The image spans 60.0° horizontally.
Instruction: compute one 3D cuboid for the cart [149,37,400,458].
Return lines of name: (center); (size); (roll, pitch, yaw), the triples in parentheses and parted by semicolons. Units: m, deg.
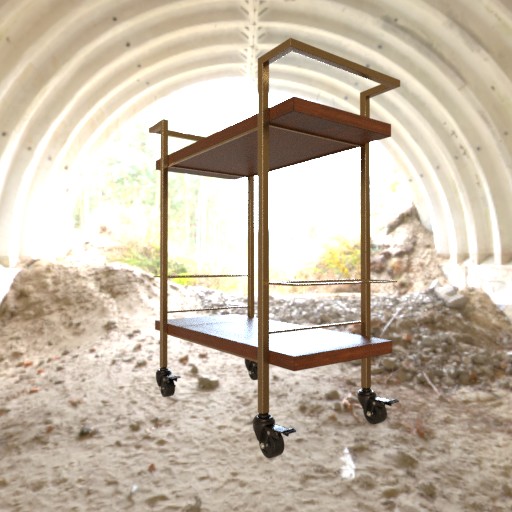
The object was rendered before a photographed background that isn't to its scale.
cart: (0.000, 0.000, 1.198); (0.364, 0.807, 0.695); (1, -1, -36)
